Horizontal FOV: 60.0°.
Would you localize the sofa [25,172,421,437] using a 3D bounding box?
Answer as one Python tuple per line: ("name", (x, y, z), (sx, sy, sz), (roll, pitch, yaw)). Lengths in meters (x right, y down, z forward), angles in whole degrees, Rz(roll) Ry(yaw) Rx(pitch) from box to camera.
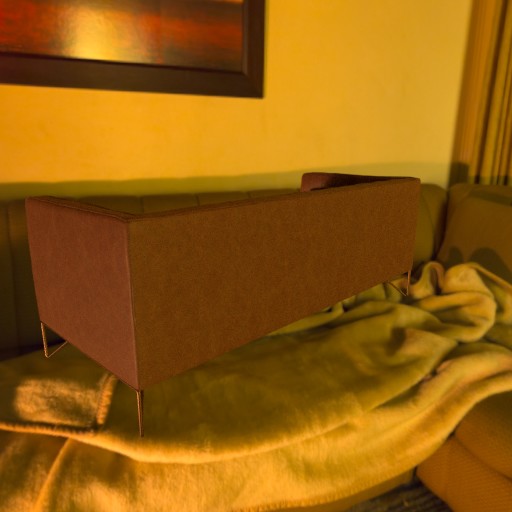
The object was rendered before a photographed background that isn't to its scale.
("sofa", (0.000, 0.000, 2.470), (0.912, 0.798, 2.079), (14, 20, 43))
